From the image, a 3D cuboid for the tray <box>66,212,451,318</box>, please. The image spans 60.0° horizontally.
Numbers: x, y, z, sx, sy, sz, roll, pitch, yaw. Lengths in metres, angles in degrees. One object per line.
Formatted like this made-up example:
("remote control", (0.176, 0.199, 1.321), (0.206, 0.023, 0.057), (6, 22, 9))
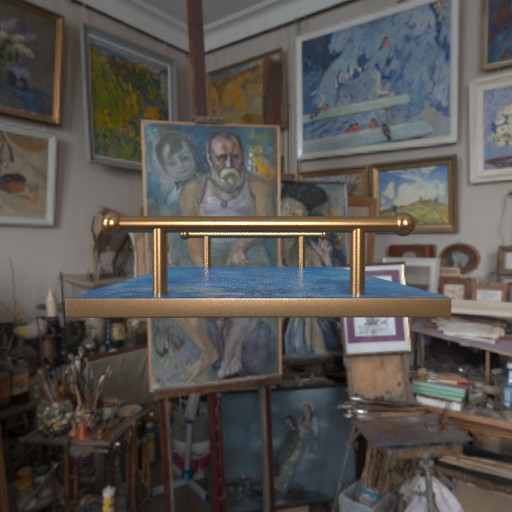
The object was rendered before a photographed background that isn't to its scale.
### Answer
("tray", (0.000, 0.000, 0.568), (0.304, 0.084, 0.444), (0, 2, -1))
